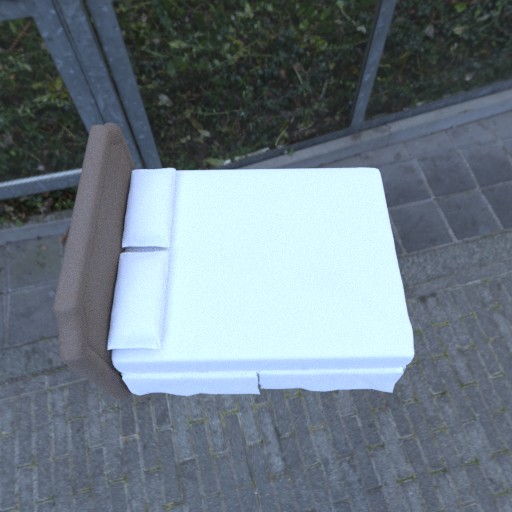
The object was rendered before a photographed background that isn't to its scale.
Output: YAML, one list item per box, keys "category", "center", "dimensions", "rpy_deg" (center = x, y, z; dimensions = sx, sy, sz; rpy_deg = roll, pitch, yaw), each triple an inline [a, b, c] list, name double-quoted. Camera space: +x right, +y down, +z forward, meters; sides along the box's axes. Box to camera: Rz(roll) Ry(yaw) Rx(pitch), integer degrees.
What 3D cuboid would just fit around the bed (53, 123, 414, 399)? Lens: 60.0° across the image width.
- category: "bed"
  center: [0.000, 0.000, 3.114]
  dimensions: [2.116, 1.290, 1.693]
  rpy_deg: [-1, 62, -1]
